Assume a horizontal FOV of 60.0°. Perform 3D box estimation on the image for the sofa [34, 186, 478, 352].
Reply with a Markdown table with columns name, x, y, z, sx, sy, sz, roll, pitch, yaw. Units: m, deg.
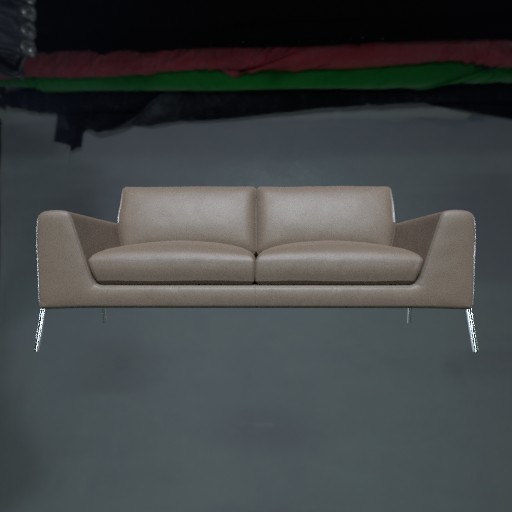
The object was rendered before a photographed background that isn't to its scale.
| name | x | y | z | sx | sy | sz | roll | pitch | yaw |
| --- | --- | --- | --- | --- | --- | --- | --- | --- | --- |
| sofa | 0.000 | 0.000 | 2.470 | 2.017 | 0.875 | 0.953 | 0 | 0 | 0 |
